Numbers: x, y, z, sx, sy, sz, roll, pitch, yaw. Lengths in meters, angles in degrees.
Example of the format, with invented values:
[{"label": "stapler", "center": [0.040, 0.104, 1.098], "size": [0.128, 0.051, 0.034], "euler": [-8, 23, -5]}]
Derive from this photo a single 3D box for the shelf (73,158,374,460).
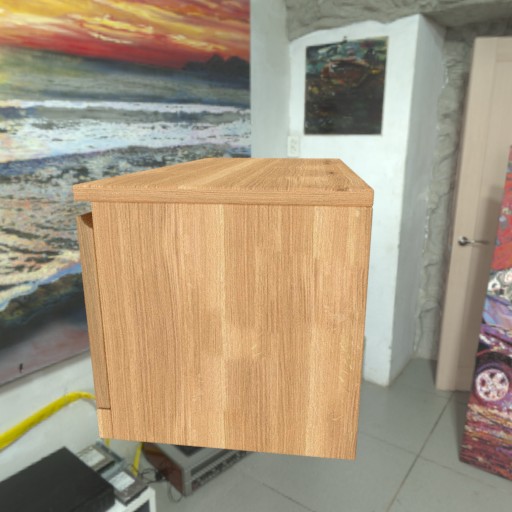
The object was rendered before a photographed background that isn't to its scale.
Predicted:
[{"label": "shelf", "center": [0.000, 0.000, 1.011], "size": [0.400, 0.400, 0.800], "euler": [2, 15, 7]}]
